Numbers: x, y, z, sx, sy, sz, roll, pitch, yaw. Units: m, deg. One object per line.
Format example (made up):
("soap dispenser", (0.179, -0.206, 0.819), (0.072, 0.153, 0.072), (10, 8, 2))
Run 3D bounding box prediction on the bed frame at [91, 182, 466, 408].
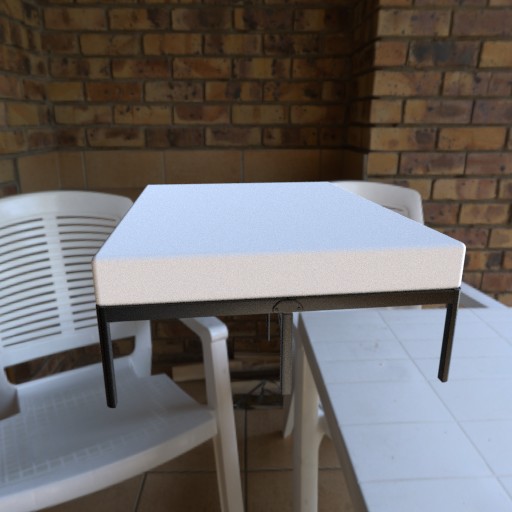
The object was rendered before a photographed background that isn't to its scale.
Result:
("bed frame", (0.000, 0.000, 2.826), (1.557, 0.659, 2.072), (-2, 17, -7))
